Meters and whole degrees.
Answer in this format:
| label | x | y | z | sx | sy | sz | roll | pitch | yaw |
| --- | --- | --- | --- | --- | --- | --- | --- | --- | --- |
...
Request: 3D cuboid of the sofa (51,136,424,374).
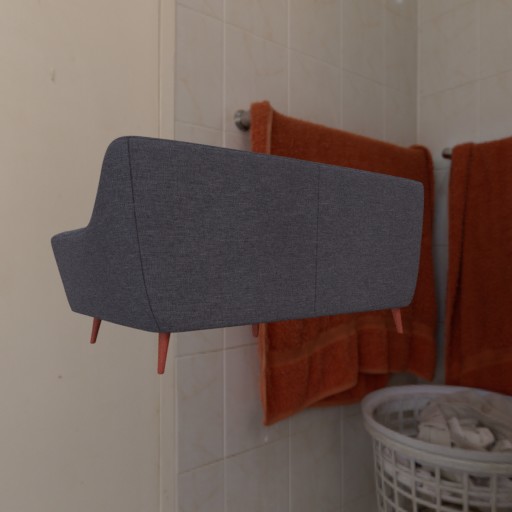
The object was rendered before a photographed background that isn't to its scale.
| label | x | y | z | sx | sy | sz | roll | pitch | yaw |
| --- | --- | --- | --- | --- | --- | --- | --- | --- | --- |
| sofa | 0.000 | 0.000 | 2.434 | 1.929 | 0.896 | 0.975 | 0 | 0 | -36 |
